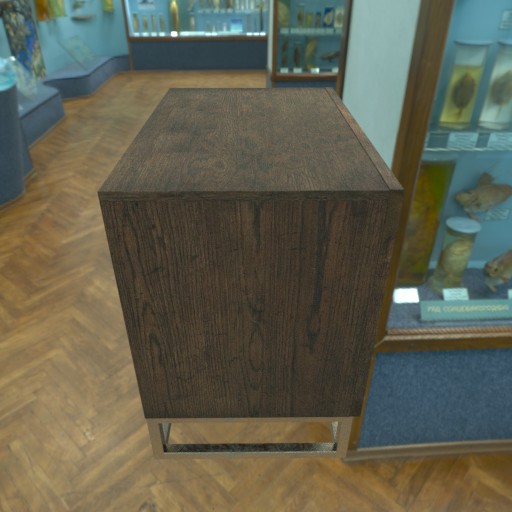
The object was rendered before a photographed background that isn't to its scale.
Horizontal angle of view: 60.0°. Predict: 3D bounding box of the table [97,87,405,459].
[{"bbox_3d":[0.000,0.000,1.248,0.542,0.746,0.767,0,33,0],"label":"table"}]
